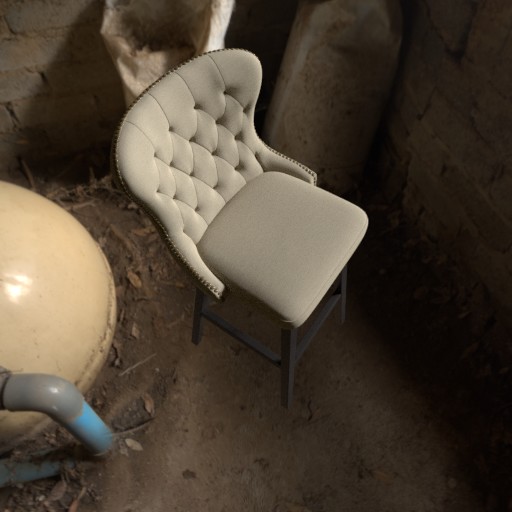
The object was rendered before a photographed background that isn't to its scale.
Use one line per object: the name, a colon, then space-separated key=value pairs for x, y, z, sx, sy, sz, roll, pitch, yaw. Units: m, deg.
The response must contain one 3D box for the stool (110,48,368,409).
stool: x=0.000 y=0.000 z=1.421 sx=0.605 sy=1.066 sz=0.528 roll=31 pitch=63 yaw=18
